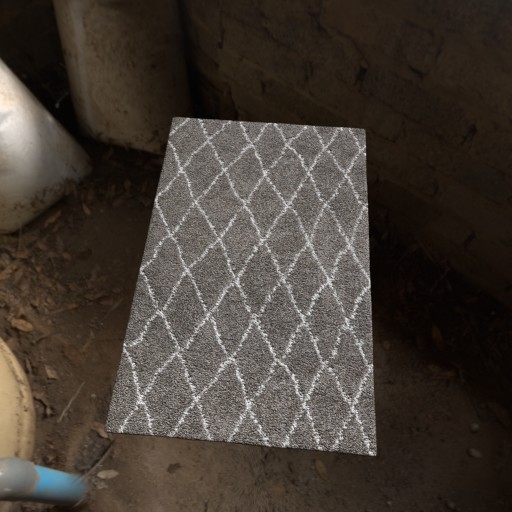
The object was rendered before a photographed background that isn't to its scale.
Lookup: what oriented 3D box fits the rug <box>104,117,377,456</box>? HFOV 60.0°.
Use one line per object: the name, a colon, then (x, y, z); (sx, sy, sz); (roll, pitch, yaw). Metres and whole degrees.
rug: (0.000, 0.000, 3.483); (1.778, 0.030, 2.743); (4, 64, 2)
